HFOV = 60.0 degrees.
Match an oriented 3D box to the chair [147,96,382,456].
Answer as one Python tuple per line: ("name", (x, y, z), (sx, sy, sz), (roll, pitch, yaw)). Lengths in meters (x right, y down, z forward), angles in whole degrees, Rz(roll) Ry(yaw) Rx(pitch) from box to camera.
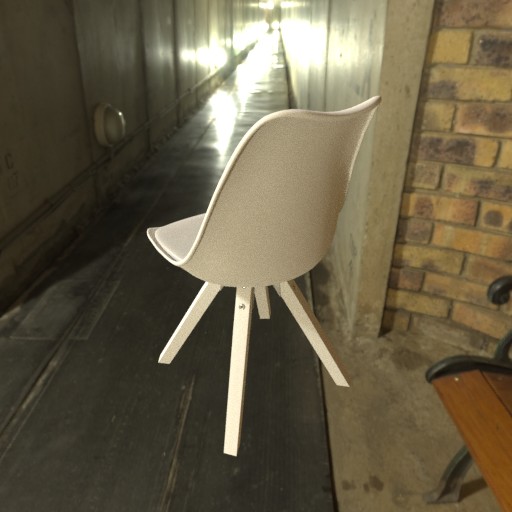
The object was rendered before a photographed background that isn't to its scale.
("chair", (0.000, 0.000, 1.164), (0.485, 0.850, 0.550), (-19, 35, -30))
